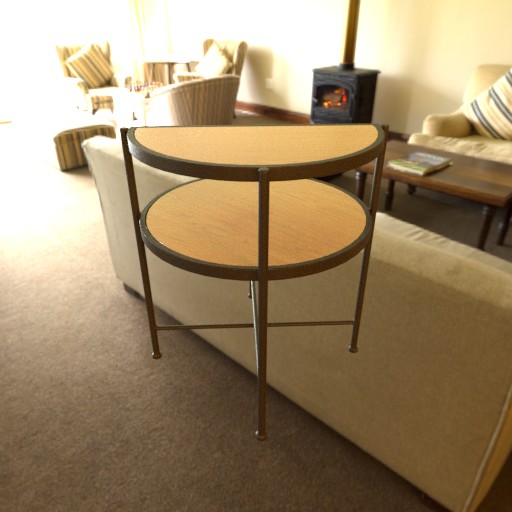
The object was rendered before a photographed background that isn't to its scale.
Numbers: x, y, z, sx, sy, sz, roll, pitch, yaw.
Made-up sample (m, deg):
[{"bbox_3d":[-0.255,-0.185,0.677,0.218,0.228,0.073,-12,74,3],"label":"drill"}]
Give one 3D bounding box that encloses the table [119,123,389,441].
[{"bbox_3d":[0.000,0.000,1.185,0.629,0.684,0.628,-1,30,-2],"label":"table"}]
